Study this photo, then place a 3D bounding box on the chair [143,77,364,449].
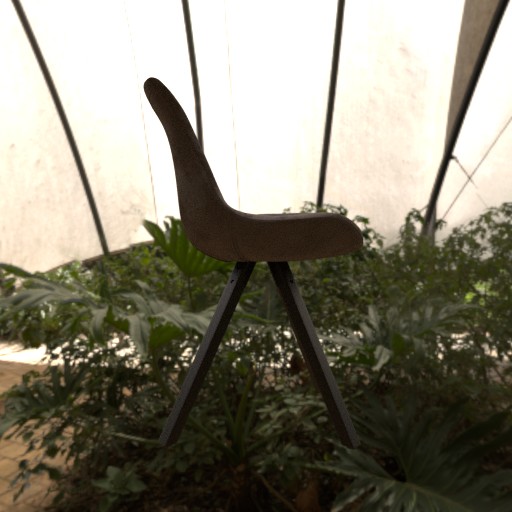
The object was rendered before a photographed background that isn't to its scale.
[{"bbox_3d":[0.000,0.000,1.184,0.550,0.850,0.485,0,0,-1],"label":"chair"}]
